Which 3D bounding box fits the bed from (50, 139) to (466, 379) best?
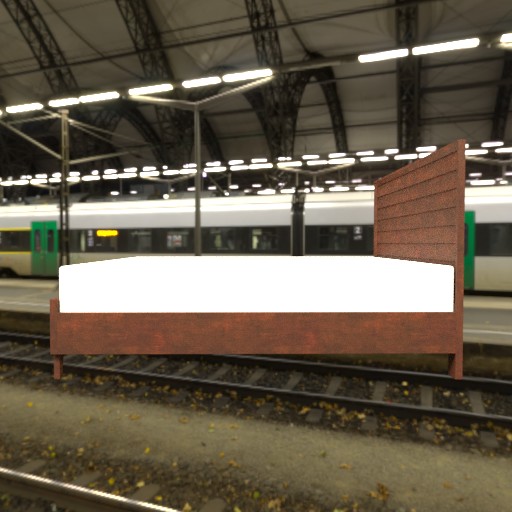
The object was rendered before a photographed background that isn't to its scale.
[{"bbox_3d":[0.000,0.000,3.133,2.184,1.270,1.600,0,2,-1],"label":"bed"}]
